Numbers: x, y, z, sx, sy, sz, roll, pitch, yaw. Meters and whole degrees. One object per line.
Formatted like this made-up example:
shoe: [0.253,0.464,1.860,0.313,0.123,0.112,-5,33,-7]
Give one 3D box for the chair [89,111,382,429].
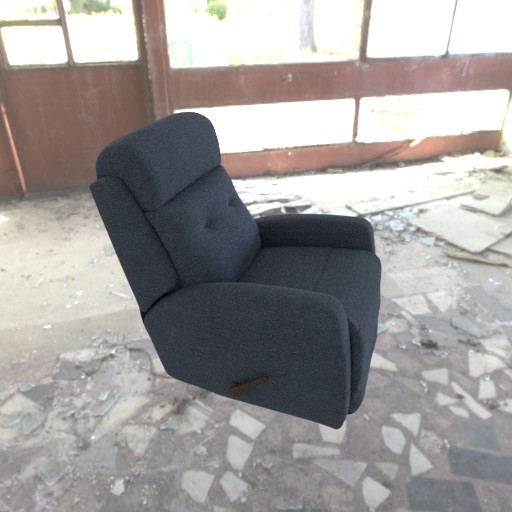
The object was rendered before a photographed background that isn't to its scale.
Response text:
chair: [0.000,0.000,1.817,1.043,1.013,0.798,11,32,18]
